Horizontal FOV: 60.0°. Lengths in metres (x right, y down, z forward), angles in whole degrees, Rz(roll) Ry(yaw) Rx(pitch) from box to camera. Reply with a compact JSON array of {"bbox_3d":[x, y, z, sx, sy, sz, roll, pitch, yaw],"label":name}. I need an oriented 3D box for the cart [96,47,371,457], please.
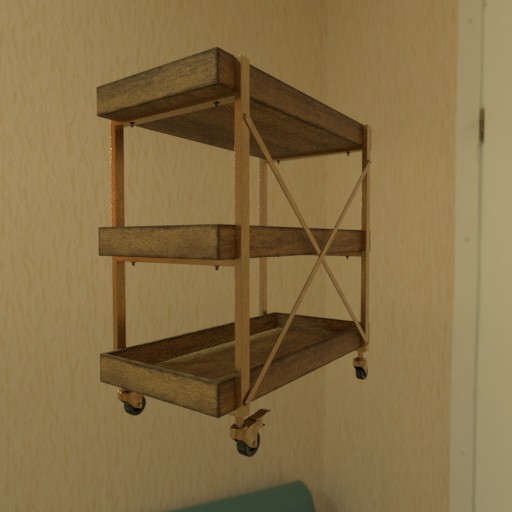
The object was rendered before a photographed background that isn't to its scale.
[{"bbox_3d":[0.000,0.000,1.237,0.416,0.799,0.750,2,3,36],"label":"cart"}]
